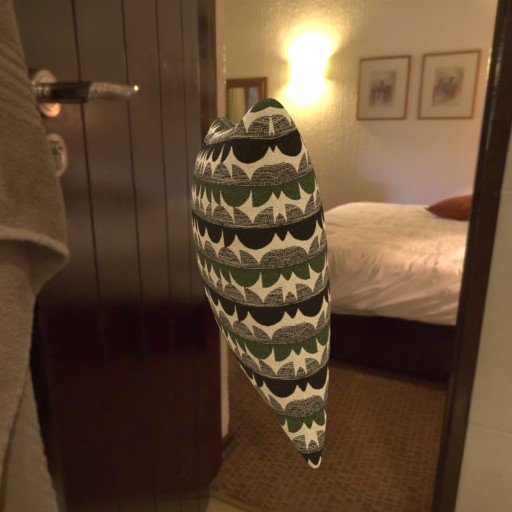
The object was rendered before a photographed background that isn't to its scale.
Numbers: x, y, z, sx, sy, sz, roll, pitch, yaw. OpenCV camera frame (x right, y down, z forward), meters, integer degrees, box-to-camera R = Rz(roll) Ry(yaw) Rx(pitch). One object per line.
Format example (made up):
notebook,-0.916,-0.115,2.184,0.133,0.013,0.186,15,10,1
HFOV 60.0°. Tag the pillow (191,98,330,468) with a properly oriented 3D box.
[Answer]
pillow,0.000,0.000,0.645,0.180,0.404,0.419,-3,15,-10
